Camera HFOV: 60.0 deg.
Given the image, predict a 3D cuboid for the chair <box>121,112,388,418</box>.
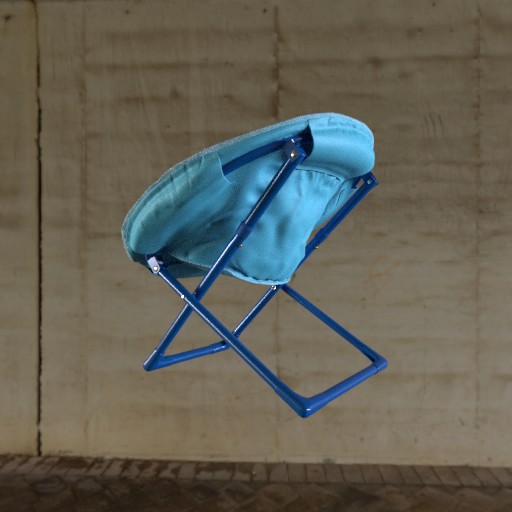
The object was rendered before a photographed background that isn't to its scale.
[{"bbox_3d":[0.000,0.000,0.915,0.465,0.478,0.520,0,0,35],"label":"chair"}]
